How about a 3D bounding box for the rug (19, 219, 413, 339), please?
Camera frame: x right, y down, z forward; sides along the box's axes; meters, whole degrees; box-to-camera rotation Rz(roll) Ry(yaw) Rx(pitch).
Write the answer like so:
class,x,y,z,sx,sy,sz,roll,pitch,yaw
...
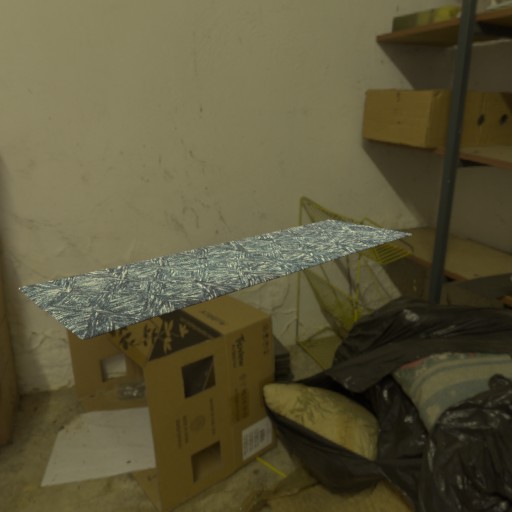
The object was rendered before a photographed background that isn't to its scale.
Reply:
class,x,y,z,sx,sy,sz,roll,pitch,yaw
rug,0.000,0.000,2.519,2.306,0.013,0.719,-15,22,-42
